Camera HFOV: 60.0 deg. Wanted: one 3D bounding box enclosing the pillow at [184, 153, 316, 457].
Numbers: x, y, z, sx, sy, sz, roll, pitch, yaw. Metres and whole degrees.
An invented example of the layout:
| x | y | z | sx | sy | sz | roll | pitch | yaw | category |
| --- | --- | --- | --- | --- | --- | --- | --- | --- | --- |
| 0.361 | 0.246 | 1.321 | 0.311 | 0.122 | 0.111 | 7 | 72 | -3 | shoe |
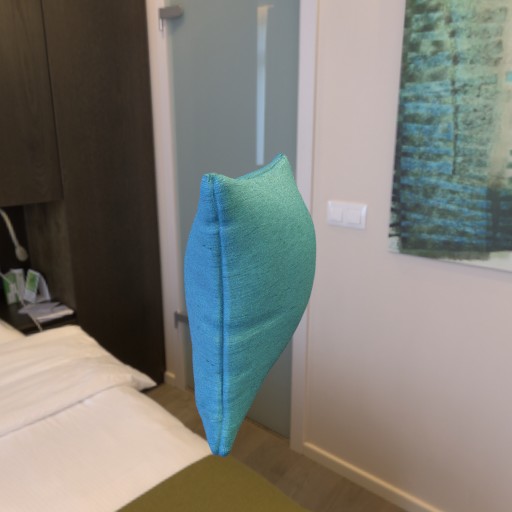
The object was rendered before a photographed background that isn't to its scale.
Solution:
| x | y | z | sx | sy | sz | roll | pitch | yaw | category |
| --- | --- | --- | --- | --- | --- | --- | --- | --- | --- |
| 0.000 | 0.000 | 0.790 | 0.210 | 0.338 | 0.633 | 3 | 15 | 10 | pillow |
